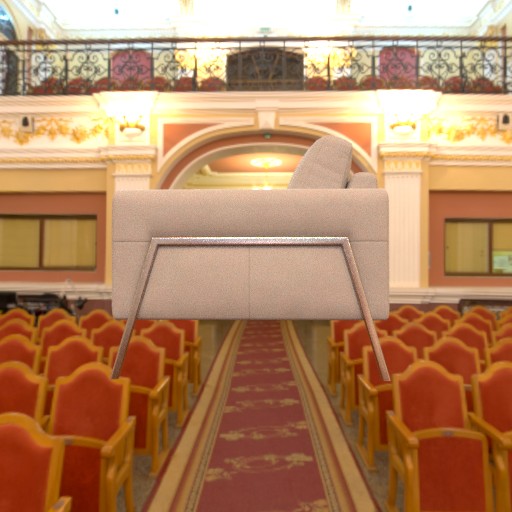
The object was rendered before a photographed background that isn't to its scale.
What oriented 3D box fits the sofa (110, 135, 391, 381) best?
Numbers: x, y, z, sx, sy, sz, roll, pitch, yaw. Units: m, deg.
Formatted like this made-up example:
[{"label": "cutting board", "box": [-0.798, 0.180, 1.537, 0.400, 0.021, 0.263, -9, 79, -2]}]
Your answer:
[{"label": "sofa", "box": [0.000, 0.000, 2.477, 0.953, 0.875, 2.017, 0, -2, 2]}]
